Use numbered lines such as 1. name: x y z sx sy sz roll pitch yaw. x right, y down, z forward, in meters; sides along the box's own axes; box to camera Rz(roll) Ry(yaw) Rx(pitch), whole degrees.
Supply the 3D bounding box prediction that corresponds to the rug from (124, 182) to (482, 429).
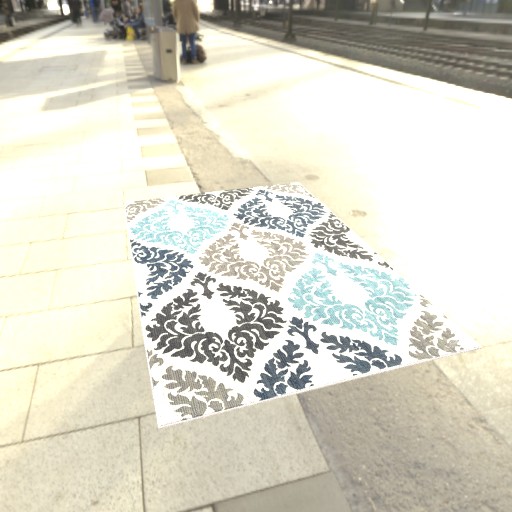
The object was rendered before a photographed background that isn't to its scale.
1. rug: 0.000 0.000 2.823 1.514 0.014 2.275 -9 31 -15
